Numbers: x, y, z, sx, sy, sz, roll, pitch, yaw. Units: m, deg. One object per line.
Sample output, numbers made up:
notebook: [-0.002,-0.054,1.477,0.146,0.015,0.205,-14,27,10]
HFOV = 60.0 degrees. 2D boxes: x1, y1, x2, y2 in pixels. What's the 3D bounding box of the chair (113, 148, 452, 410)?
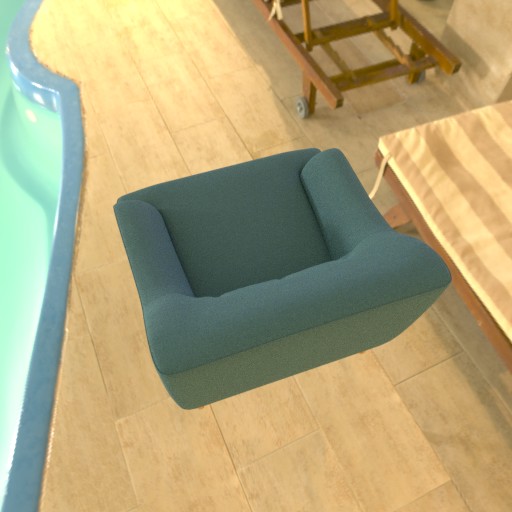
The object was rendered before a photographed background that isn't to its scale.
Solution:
chair: [0.000,0.000,1.662,0.946,0.818,0.951,-16,60,-10]
